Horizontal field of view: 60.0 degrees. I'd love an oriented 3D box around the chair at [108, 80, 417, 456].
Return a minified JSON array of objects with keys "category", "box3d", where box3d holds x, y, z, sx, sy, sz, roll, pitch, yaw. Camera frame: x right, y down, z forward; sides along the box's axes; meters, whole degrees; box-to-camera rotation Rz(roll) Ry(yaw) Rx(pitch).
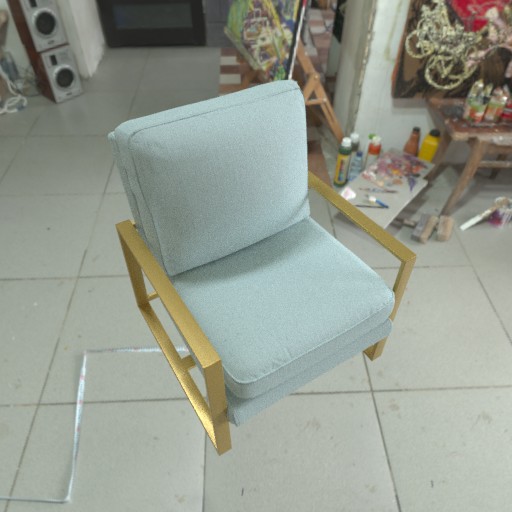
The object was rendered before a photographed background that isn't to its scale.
[{"category":"chair","box3d":[0.000,0.000,1.553,0.758,0.956,0.813,-24,51,-21]}]
